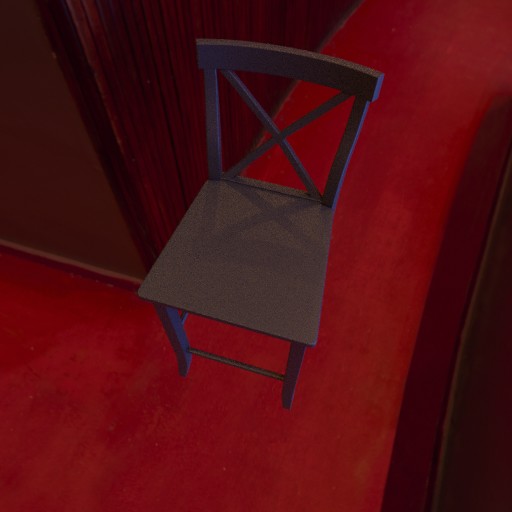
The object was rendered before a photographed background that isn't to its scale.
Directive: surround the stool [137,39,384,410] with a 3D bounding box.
[{"bbox_3d":[0.000,0.000,1.303,0.452,0.989,0.559,14,59,9],"label":"stool"}]
